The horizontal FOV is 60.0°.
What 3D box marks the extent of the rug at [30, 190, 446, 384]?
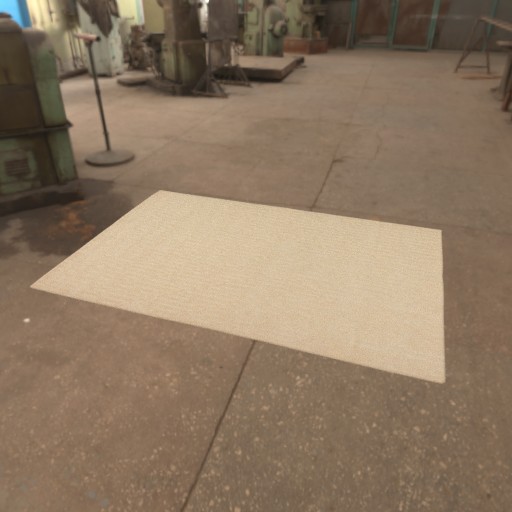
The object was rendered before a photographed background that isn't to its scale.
[{"bbox_3d":[0.000,0.000,2.320,1.848,0.014,1.238,10,32,16],"label":"rug"}]
